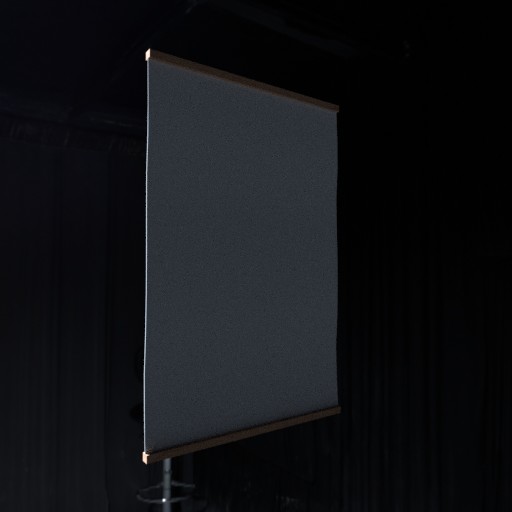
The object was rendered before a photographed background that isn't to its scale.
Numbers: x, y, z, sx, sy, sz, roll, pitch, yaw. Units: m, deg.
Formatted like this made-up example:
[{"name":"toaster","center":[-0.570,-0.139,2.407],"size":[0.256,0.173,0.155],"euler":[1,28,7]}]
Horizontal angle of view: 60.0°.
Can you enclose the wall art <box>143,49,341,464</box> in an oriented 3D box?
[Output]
[{"name":"wall art","center":[0.000,0.000,0.643],"size":[0.332,0.508,0.012],"euler":[1,-2,-35]}]
